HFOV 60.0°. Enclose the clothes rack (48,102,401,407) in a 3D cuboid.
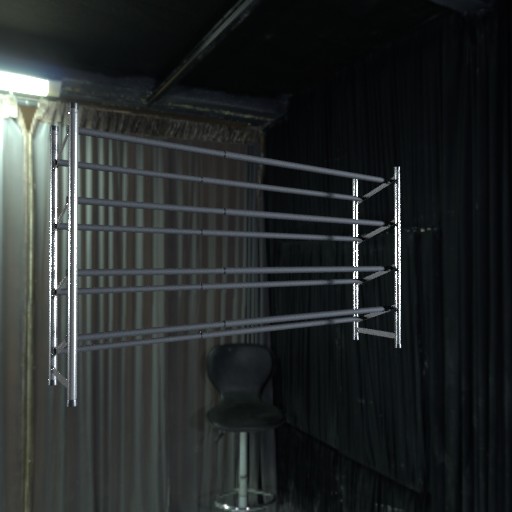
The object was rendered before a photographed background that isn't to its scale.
[{"bbox_3d":[0.000,0.000,1.399,1.168,0.672,0.229,1,-1,-35],"label":"clothes rack"}]
